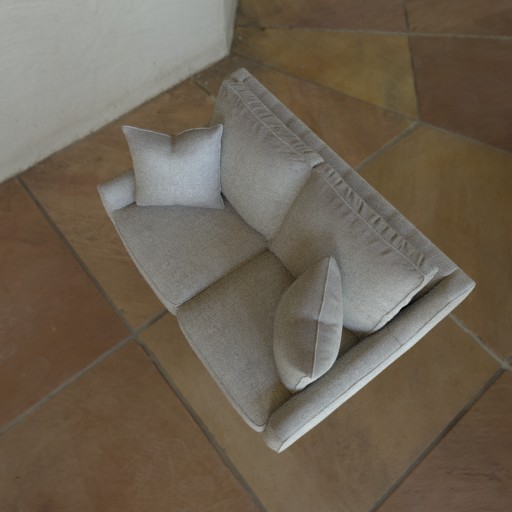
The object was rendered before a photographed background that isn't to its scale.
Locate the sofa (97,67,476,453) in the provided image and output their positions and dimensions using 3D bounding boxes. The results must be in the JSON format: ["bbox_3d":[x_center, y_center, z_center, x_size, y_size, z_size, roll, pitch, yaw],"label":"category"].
[{"bbox_3d":[0.000,0.000,2.000,0.915,0.863,1.422,-34,67,-16],"label":"sofa"}]
